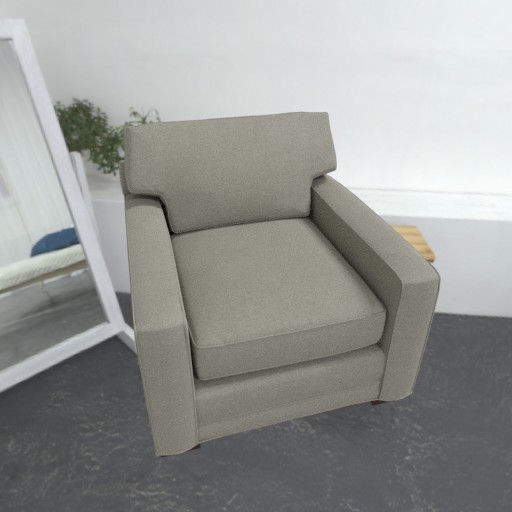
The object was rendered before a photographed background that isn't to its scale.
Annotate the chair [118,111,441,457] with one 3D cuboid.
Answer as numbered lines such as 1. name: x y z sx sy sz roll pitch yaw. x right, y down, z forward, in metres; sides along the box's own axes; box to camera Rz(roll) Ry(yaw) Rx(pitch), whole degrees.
1. chair: 0.000 0.000 1.812 0.999 0.934 1.044 -8 33 -13
